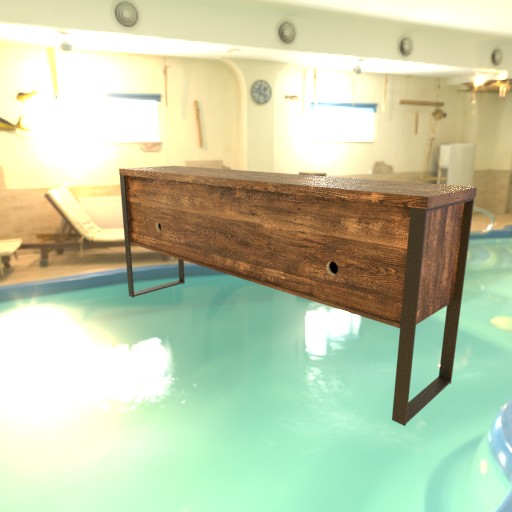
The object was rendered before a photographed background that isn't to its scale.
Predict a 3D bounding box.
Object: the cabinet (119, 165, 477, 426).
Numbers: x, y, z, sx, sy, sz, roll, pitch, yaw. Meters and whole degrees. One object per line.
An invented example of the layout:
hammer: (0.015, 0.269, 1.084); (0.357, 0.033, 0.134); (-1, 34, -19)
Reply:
cabinet: (0.000, 0.000, 2.125); (1.800, 0.762, 0.395); (14, 20, 43)
